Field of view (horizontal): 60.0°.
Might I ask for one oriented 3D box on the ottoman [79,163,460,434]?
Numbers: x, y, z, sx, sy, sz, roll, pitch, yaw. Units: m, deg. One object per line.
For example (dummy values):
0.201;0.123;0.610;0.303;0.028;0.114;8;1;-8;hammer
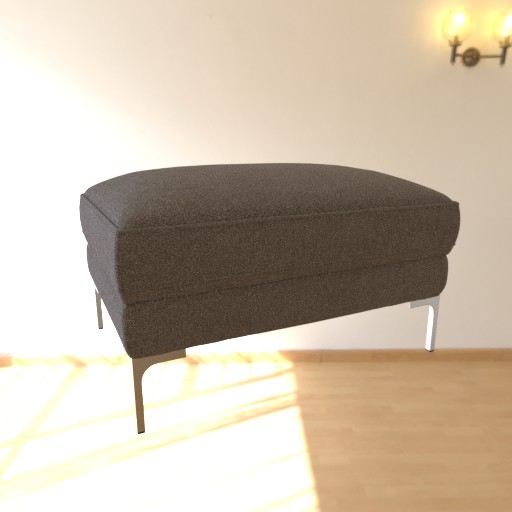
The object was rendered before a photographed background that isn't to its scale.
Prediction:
0.000;0.000;1.143;0.785;0.464;0.583;-7;16;-26;ottoman
